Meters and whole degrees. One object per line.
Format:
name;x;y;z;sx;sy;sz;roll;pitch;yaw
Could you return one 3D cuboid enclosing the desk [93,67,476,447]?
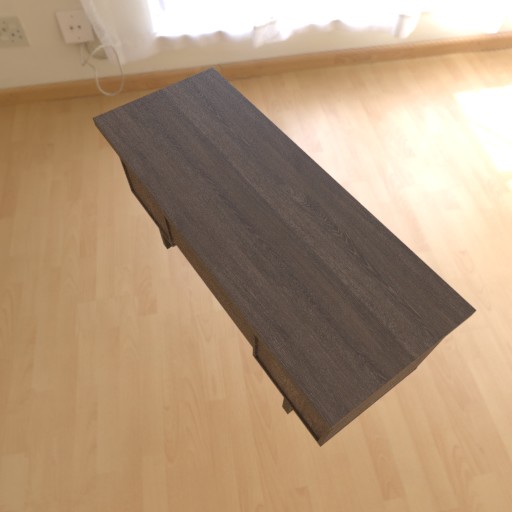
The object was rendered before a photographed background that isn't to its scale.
desk;0.000;0.000;1.940;0.600;0.760;1.524;-31;62;-18
